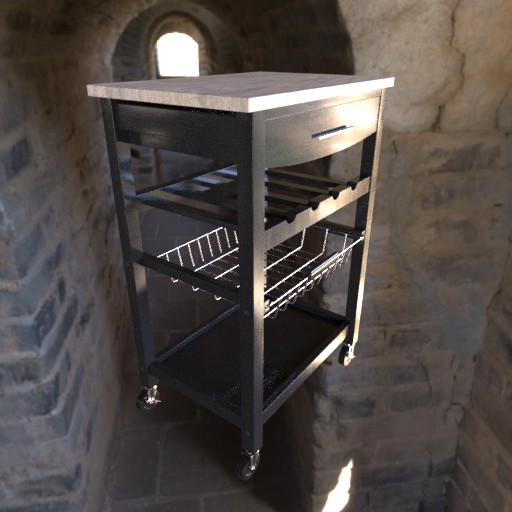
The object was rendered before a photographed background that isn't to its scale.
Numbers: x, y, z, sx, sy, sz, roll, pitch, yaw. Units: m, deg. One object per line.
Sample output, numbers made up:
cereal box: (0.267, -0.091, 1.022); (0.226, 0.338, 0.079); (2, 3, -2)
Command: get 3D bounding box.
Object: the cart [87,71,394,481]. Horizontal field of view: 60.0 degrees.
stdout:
cart: (0.000, 0.000, 1.138); (0.403, 0.839, 0.584); (18, 31, 33)
